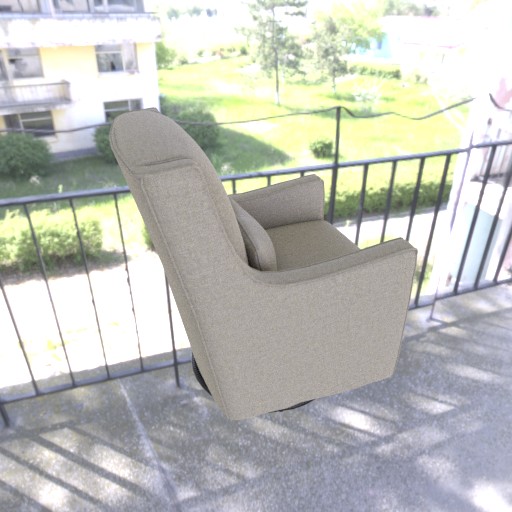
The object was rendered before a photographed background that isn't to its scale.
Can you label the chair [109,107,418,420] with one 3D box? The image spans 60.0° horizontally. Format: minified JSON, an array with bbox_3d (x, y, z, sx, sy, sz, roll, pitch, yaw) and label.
[{"bbox_3d":[0.000,0.000,1.614,0.879,0.993,0.732,-10,32,-17],"label":"chair"}]
